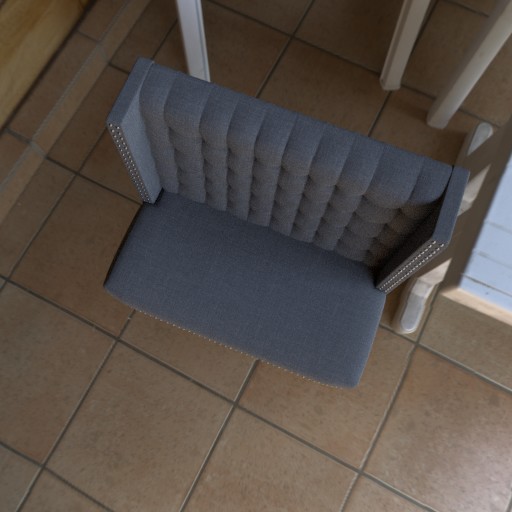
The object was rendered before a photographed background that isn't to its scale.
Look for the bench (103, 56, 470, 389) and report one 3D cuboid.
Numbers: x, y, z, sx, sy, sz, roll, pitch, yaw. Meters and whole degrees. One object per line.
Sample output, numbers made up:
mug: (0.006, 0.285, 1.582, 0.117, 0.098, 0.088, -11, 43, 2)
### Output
bench: (0.000, 0.000, 2.009, 1.276, 1.121, 0.842, 21, 77, 5)
